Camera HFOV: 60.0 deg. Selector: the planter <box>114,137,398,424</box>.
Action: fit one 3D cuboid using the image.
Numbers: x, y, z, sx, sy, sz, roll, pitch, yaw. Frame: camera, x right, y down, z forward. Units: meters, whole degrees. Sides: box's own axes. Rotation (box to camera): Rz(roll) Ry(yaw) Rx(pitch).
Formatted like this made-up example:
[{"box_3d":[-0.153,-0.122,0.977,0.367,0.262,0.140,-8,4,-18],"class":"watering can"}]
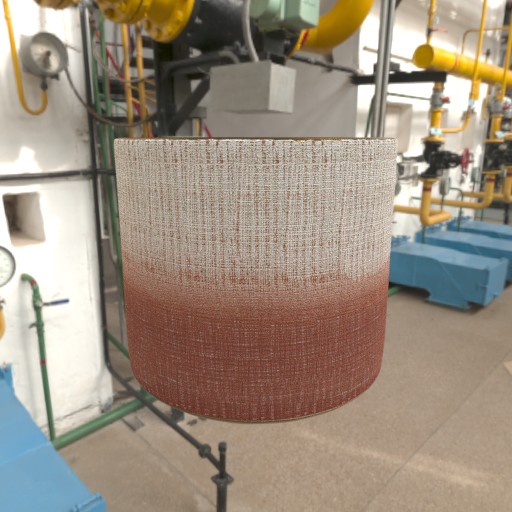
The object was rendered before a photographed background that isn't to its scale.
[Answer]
[{"box_3d":[0.000,0.000,0.305,0.178,0.157,0.178,0,15,0],"class":"planter"}]
